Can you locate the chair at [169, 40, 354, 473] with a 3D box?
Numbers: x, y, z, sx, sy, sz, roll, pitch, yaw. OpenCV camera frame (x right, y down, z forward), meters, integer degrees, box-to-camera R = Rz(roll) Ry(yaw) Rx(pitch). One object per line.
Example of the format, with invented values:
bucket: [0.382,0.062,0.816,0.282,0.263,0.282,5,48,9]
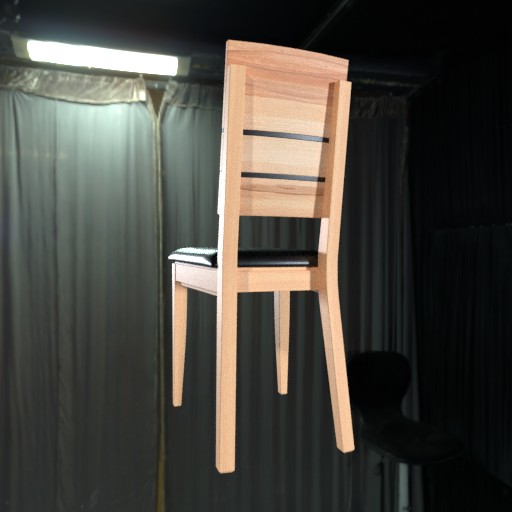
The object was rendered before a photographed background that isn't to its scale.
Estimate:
chair: [0.000,0.000,1.235,0.410,0.940,0.520,0,0,-20]
